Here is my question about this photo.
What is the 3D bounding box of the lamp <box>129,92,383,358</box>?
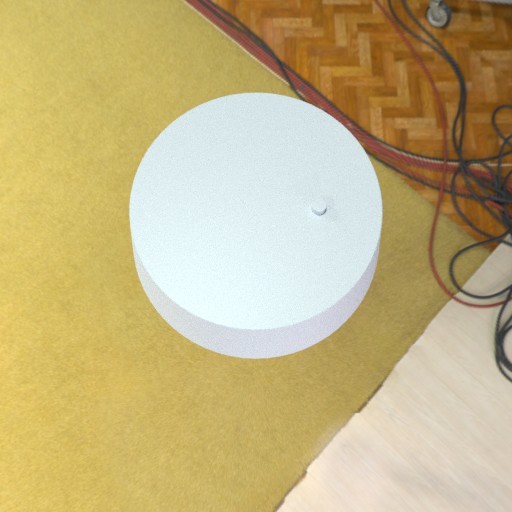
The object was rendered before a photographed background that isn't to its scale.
[{"bbox_3d":[0.000,0.000,0.630,0.291,0.429,0.291,0,75,0],"label":"lamp"}]
